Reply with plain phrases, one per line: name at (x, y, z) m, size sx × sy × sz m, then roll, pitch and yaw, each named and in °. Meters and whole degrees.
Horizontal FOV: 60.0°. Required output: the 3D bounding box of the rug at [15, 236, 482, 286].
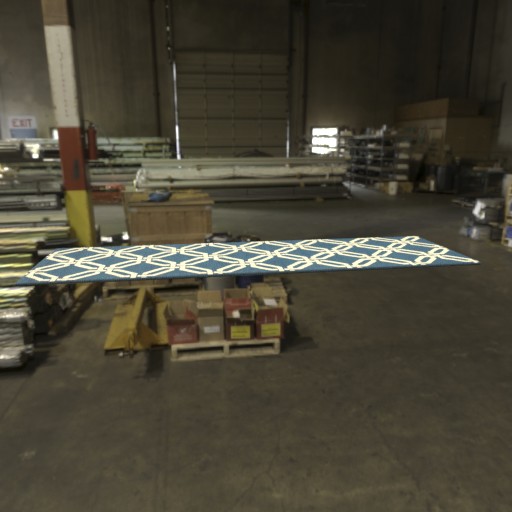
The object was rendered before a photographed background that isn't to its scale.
rug at (0.000, 0.000, 2.456) m, size 2.276 × 0.014 × 0.678 m, roll -2°, pitch 15°, yaw -9°
